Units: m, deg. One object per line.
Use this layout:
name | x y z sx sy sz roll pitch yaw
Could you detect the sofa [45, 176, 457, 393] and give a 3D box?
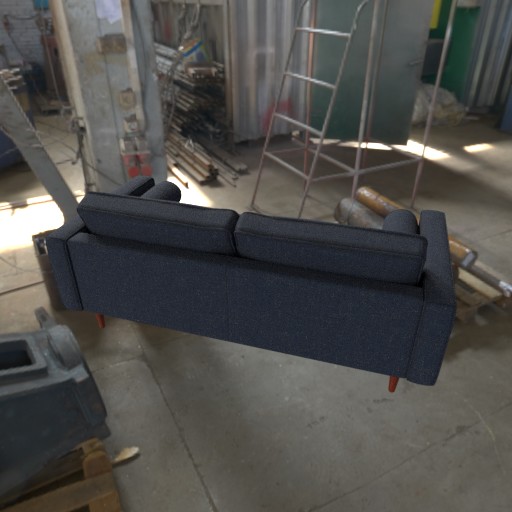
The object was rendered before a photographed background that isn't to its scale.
sofa | 0.000 0.000 2.364 1.880 0.762 0.914 9 32 15
